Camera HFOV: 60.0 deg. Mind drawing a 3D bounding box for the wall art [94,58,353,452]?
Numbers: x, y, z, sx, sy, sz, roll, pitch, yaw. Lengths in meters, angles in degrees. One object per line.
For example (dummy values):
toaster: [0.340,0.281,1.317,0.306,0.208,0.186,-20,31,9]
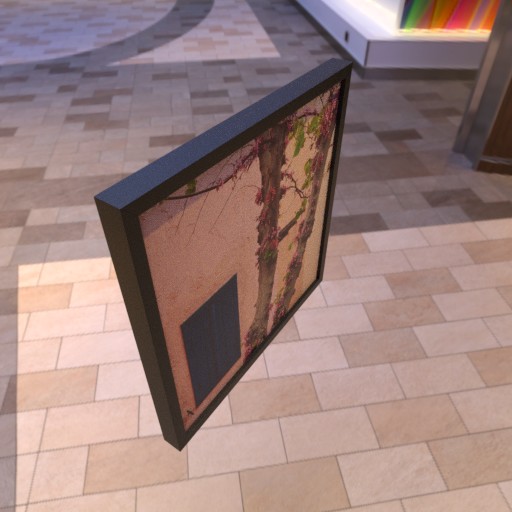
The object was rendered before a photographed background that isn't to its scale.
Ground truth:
wall art: [0.000,0.000,0.754,0.038,0.508,0.508,25,47,25]
